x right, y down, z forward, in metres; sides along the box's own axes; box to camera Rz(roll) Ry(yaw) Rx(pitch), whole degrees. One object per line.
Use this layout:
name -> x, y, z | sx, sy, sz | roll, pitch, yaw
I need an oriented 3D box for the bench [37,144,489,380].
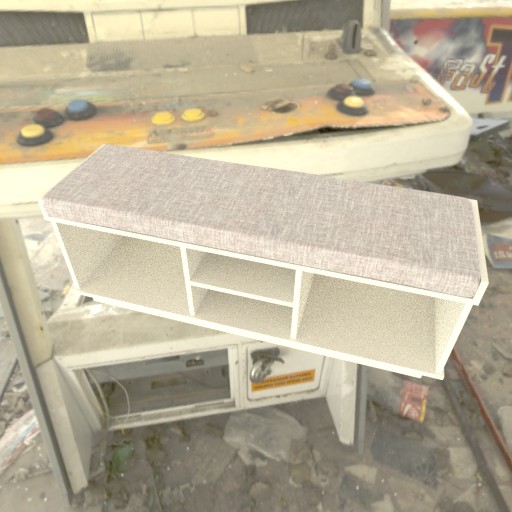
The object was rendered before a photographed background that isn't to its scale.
bench -> 0.000, 0.000, 1.386 | 1.196, 0.453, 0.363 | 11, 42, 13
